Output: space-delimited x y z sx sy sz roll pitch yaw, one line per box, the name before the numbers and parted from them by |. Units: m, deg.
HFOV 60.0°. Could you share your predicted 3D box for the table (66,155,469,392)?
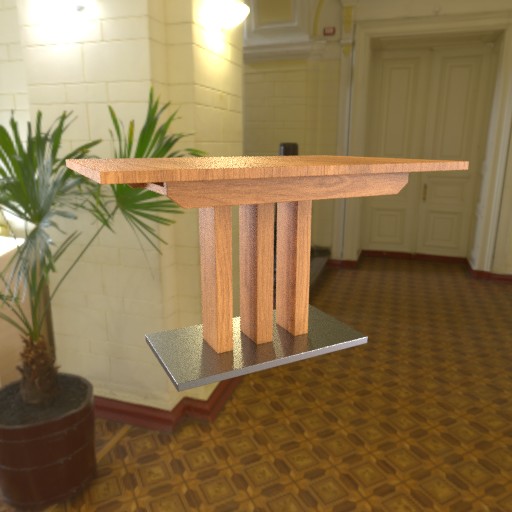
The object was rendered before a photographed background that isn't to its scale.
table | 0.000 0.000 1.824 1.300 0.770 0.900 -7 16 -26
